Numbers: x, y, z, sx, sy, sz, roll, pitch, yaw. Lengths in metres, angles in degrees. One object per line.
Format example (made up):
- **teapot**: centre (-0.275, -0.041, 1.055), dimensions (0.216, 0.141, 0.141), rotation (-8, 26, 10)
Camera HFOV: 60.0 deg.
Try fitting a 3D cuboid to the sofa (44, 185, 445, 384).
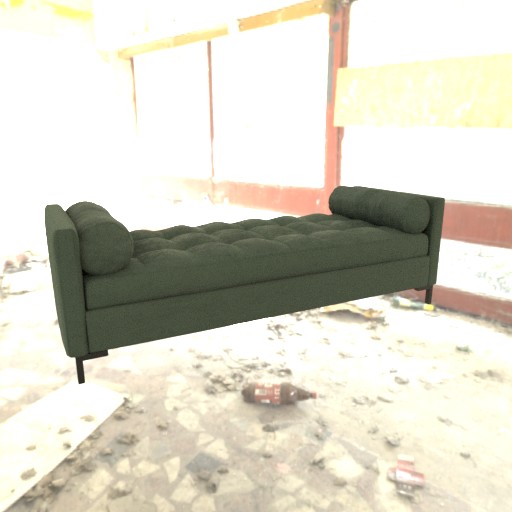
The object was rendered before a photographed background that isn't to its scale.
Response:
- **sofa**: centre (0.000, 0.000, 2.531), dimensions (2.130, 0.681, 0.817), rotation (-7, 17, -26)
